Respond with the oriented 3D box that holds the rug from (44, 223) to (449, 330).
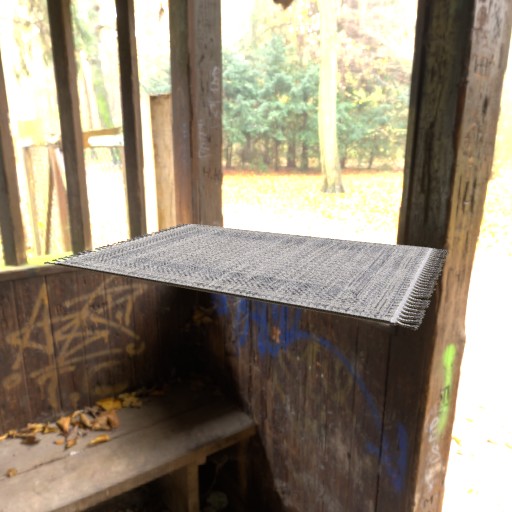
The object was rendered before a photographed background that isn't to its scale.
[{"bbox_3d":[0.000,0.000,2.418,1.872,0.013,1.243,7,16,26],"label":"rug"}]
